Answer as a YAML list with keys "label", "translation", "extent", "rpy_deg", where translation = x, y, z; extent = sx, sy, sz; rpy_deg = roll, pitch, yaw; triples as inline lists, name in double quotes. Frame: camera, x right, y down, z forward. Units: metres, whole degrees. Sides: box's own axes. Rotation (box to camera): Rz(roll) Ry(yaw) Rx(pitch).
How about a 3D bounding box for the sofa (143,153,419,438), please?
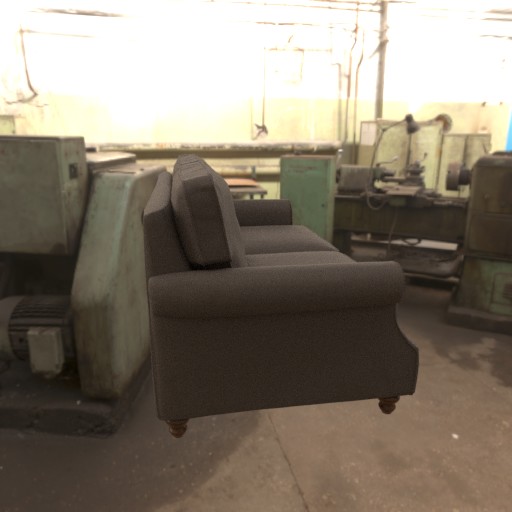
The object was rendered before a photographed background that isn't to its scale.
- label: "sofa"
  translation: [0.000, 0.000, 2.187]
  extent: [0.964, 0.937, 1.665]
  rpy_deg: [-3, 16, -10]
